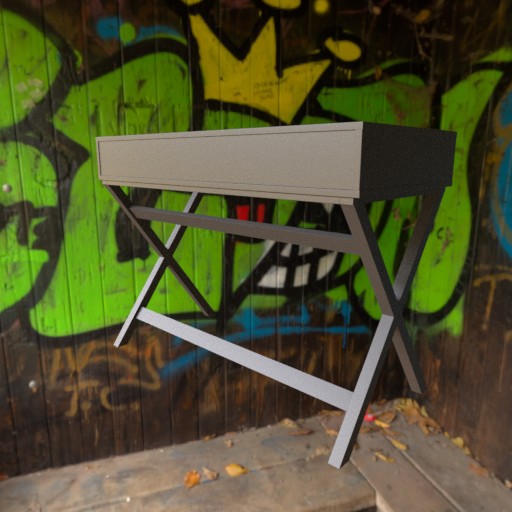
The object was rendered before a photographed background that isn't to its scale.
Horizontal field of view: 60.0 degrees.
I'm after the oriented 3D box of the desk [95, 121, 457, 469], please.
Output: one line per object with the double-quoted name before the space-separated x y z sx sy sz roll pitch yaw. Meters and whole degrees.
"desk" 0.000 0.000 1.479 1.057 0.780 0.525 12 17 42
